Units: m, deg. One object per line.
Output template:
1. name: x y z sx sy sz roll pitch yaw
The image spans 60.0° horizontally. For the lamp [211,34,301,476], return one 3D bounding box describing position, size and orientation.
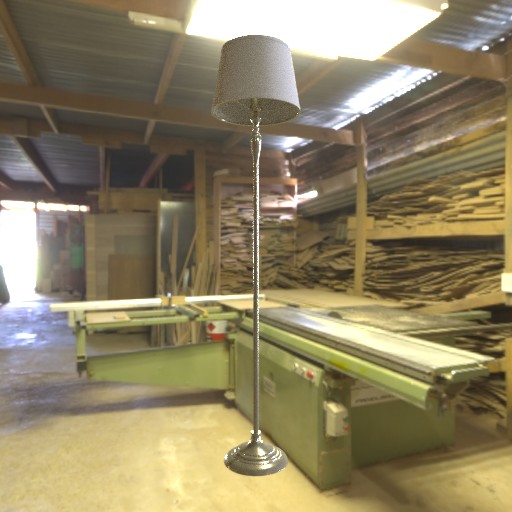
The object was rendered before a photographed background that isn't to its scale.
1. lamp: 0.000 0.000 1.632 0.327 1.506 0.327 0 0 -17
